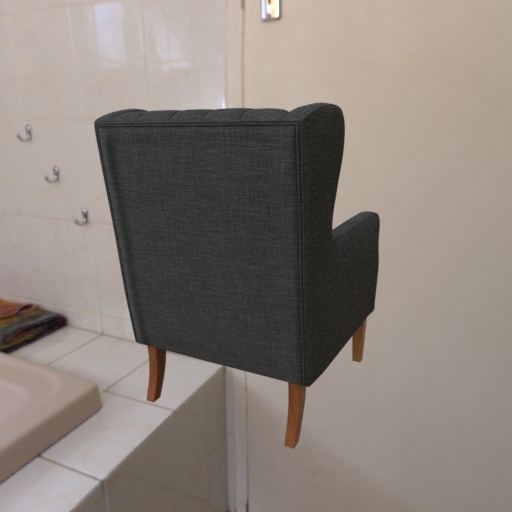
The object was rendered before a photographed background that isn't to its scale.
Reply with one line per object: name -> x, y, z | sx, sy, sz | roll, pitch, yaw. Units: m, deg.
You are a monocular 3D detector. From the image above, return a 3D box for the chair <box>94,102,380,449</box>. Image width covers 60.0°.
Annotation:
chair -> 0.000, 0.000, 1.521 | 0.711, 0.953, 0.775 | 8, 17, 26
